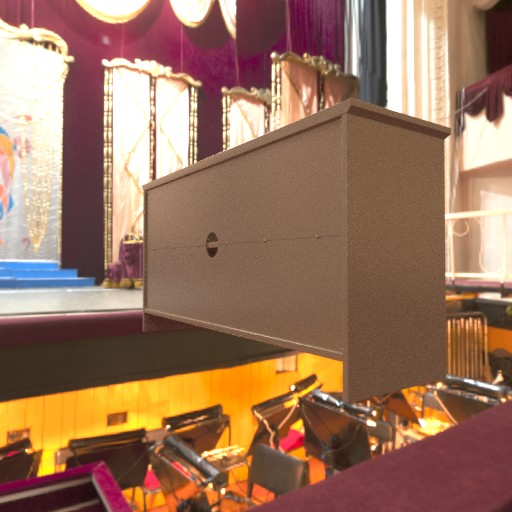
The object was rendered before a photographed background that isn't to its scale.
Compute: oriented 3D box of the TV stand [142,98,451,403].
[{"bbox_3d":[0.000,0.000,1.447,0.344,0.603,1.167,1,-1,-34],"label":"TV stand"}]
